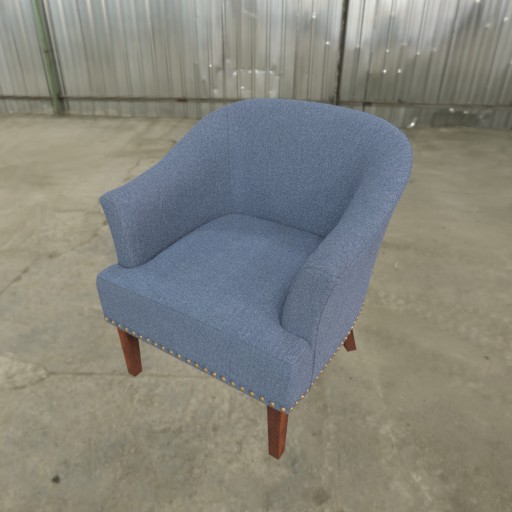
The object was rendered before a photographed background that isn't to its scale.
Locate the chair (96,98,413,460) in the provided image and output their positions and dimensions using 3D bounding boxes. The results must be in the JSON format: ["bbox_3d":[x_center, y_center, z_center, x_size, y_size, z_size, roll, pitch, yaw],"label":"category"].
[{"bbox_3d":[0.000,0.000,1.378,0.772,0.815,0.704,18,35,29],"label":"chair"}]
